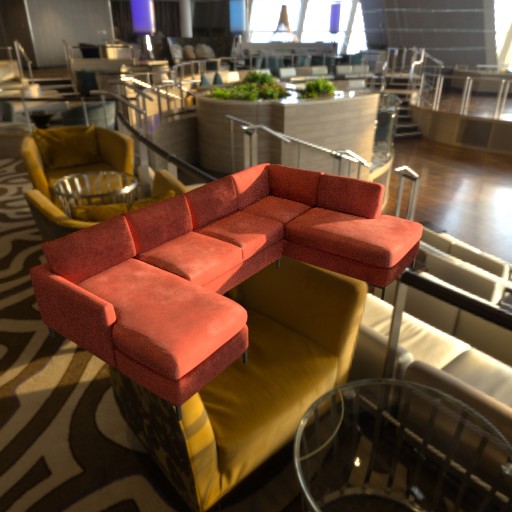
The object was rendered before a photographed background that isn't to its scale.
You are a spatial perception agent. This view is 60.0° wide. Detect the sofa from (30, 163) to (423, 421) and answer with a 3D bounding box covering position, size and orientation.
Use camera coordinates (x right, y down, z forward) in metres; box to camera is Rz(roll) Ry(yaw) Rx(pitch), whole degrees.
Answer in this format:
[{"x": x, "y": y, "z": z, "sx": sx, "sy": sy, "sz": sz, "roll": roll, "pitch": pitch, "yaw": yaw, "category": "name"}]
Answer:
[{"x": 0.000, "y": 0.000, "z": 3.850, "sx": 1.981, "sy": 0.858, "sz": 2.971, "roll": 18, "pitch": 32, "yaw": 32, "category": "sofa"}]
